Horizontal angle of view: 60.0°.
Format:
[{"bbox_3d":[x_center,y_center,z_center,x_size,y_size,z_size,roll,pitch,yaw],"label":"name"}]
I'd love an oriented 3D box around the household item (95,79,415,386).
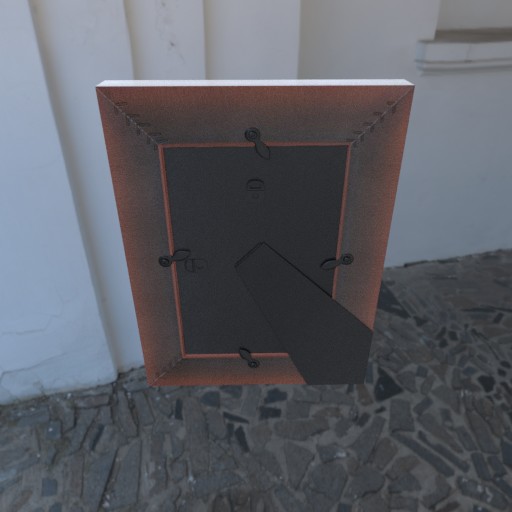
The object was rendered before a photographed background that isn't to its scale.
[{"bbox_3d":[0.000,0.000,0.292,0.165,0.216,0.025,-1,31,-1],"label":"household item"}]
